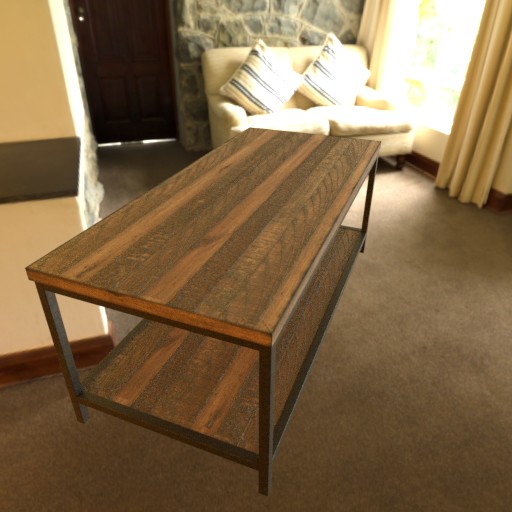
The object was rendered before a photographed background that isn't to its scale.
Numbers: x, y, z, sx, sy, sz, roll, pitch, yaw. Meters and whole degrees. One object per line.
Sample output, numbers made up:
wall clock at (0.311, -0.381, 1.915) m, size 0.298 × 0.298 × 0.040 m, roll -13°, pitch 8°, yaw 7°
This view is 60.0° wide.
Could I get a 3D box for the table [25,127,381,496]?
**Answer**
table at (0.000, 0.000, 1.182) m, size 0.452 × 0.399 × 0.990 m, roll 12°, pitch 33°, yaw 19°
